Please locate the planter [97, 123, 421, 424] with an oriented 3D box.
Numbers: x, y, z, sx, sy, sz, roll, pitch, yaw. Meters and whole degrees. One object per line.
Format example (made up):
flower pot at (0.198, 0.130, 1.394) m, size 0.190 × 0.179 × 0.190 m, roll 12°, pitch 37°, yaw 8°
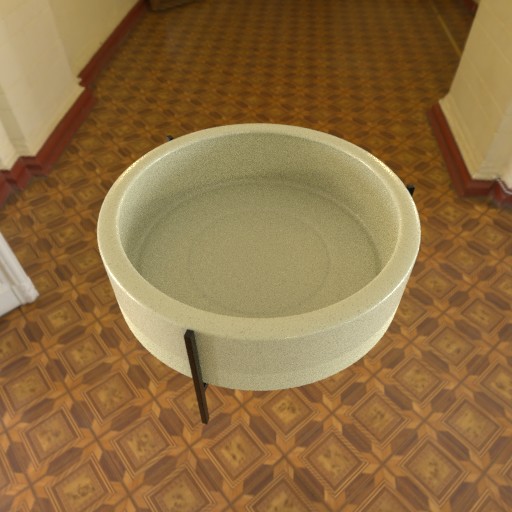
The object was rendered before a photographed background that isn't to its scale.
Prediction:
planter at (0.000, 0.000, 0.535) m, size 0.336 × 0.171 × 0.345 m, roll -32°, pitch 54°, yaw -26°
